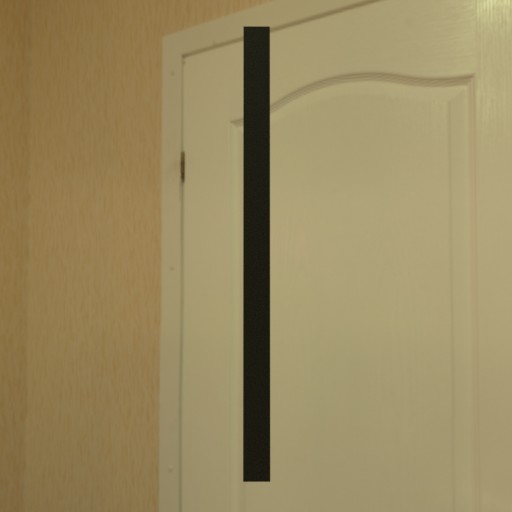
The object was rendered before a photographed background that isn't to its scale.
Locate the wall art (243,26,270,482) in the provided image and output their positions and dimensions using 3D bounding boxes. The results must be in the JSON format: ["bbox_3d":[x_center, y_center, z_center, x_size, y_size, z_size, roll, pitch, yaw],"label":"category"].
[{"bbox_3d":[0.000,0.000,0.771,0.033,0.559,0.457,0,-2,0],"label":"wall art"}]
